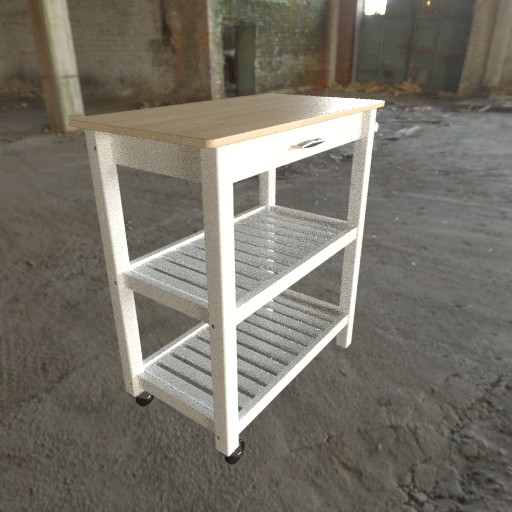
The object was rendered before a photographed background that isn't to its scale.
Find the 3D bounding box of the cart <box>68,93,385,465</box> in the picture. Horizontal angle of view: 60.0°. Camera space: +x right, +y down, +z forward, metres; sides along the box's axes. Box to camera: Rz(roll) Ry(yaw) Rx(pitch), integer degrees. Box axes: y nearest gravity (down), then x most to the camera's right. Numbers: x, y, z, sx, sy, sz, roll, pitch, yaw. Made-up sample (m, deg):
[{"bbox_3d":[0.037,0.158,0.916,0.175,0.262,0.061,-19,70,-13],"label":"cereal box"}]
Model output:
[{"bbox_3d":[0.000,0.000,1.450,0.457,0.927,0.899,17,30,33],"label":"cart"}]
